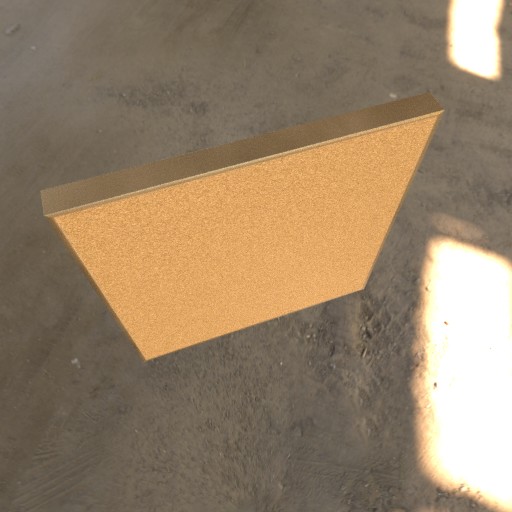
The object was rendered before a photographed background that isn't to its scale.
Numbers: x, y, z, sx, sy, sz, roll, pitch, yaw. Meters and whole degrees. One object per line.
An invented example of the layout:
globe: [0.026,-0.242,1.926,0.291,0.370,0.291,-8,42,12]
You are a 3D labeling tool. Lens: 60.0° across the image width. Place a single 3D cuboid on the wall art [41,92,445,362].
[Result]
wall art: [0.000,0.000,0.763,0.513,0.511,0.038,-17,60,-10]
